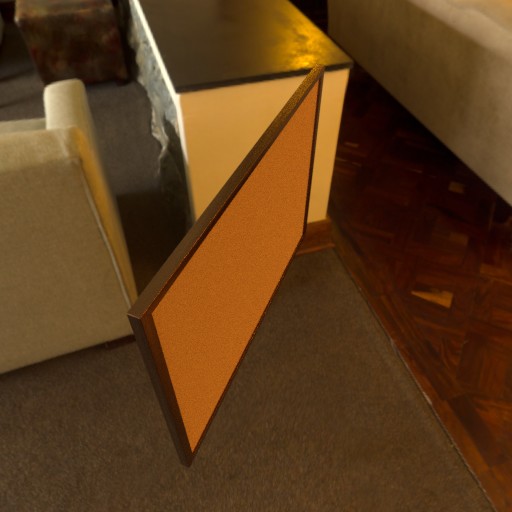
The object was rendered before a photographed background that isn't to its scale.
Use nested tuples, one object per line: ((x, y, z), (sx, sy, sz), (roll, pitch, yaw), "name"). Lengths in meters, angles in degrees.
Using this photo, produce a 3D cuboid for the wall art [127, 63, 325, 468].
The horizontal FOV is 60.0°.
((0.000, 0.000, 0.549), (0.012, 0.304, 0.431), (17, 49, 15), "wall art")
